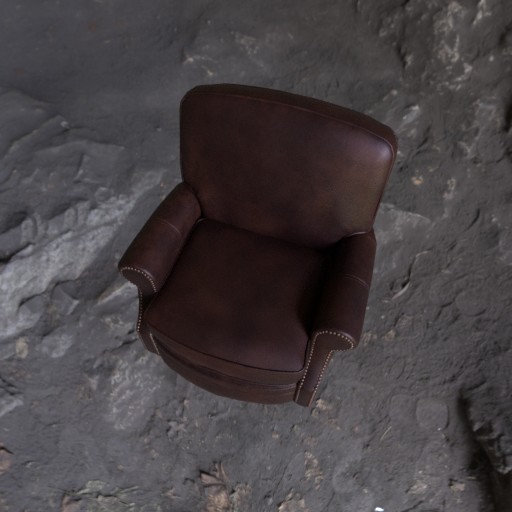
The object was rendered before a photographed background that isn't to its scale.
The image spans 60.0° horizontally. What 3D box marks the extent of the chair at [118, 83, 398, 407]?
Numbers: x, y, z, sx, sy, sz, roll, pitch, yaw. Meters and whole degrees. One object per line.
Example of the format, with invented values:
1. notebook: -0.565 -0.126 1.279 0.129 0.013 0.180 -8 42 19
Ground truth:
1. chair: 0.000 0.000 1.799 0.936 1.018 0.986 17 59 10
